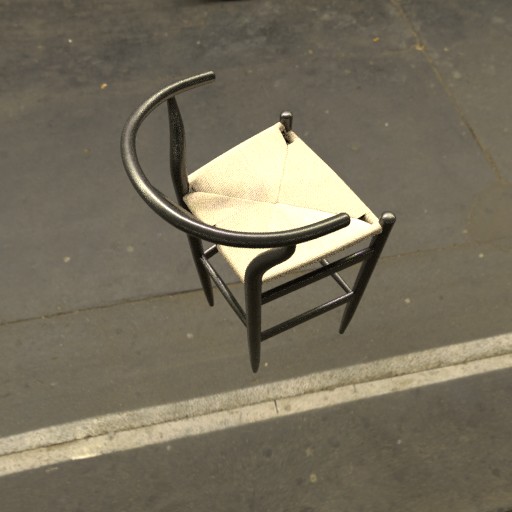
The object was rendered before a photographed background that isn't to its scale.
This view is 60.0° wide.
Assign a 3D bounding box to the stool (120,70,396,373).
[{"bbox_3d":[0.000,0.000,1.413,0.579,1.072,0.569,-29,63,-16],"label":"stool"}]
